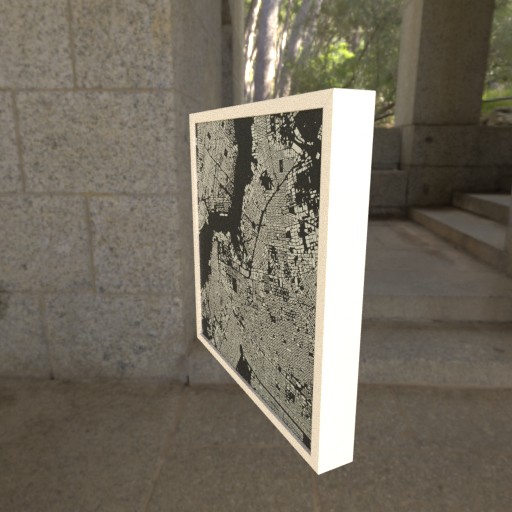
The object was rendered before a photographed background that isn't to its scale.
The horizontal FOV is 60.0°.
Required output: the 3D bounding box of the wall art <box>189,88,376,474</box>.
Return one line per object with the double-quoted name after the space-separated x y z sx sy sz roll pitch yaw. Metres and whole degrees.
0.000 0.000 0.474 0.037 0.305 0.305 -7 16 -26 "wall art"
